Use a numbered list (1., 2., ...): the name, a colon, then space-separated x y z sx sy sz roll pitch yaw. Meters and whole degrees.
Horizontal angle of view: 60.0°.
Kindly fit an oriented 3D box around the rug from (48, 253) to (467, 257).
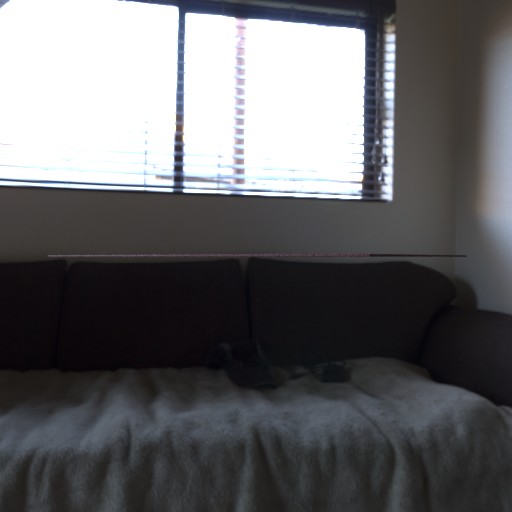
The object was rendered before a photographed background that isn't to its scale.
1. rug: 0.000 0.000 2.887 2.210 0.011 1.599 0 0 37
